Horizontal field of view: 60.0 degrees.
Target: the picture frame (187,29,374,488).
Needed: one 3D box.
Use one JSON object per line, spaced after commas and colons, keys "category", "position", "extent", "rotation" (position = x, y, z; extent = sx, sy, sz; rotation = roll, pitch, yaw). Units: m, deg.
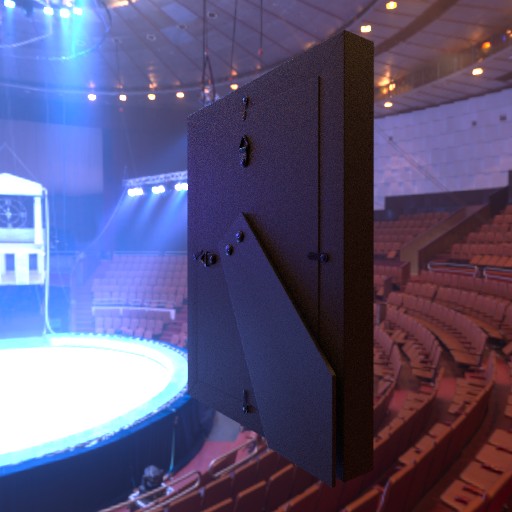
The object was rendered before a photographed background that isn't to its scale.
{"category": "picture frame", "position": [0.000, 0.000, 0.271], "extent": [0.028, 0.208, 0.157], "rotation": [0, 0, -36]}
